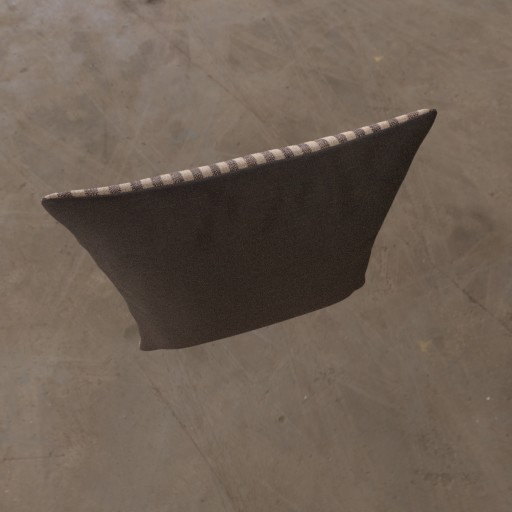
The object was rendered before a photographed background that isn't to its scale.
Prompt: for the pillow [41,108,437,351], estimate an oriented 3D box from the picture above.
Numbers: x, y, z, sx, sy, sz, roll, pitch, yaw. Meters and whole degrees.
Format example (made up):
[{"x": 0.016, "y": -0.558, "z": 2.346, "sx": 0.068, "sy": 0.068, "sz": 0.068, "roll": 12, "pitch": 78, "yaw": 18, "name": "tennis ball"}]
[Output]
[{"x": 0.000, "y": 0.000, "z": 0.765, "sx": 0.523, "sy": 0.506, "sz": 0.166, "roll": -15, "pitch": 59, "yaw": -9, "name": "pillow"}]
